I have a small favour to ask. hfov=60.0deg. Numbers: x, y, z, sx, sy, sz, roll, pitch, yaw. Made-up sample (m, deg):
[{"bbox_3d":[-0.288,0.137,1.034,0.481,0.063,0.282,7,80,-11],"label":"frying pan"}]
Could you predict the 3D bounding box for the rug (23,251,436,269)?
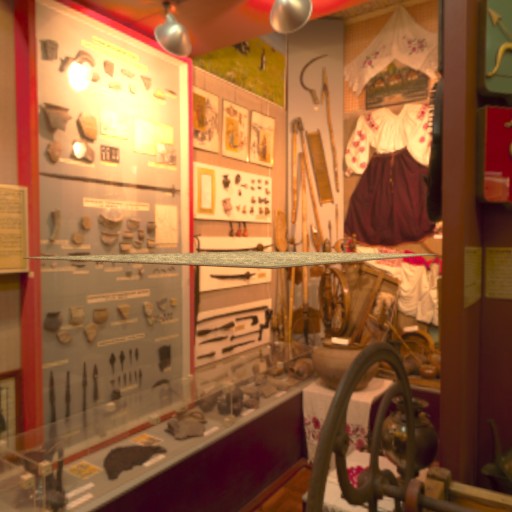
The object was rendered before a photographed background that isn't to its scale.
[{"bbox_3d":[0.000,0.000,3.992,2.363,0.012,2.980,1,2,36],"label":"rug"}]
